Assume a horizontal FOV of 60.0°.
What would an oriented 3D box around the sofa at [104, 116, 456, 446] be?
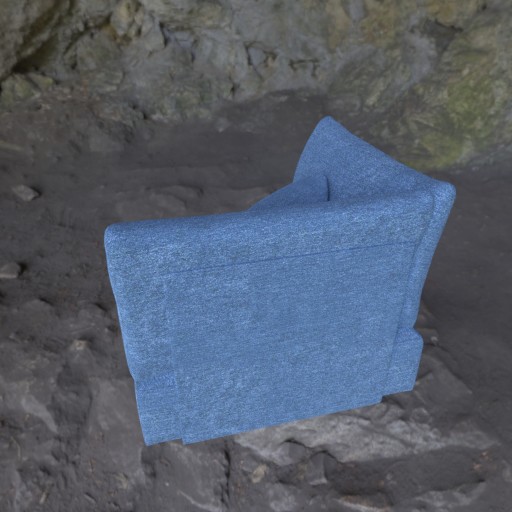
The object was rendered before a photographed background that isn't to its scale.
[{"bbox_3d":[0.000,0.000,1.727,1.000,0.820,1.000,-7,31,-12],"label":"sofa"}]
